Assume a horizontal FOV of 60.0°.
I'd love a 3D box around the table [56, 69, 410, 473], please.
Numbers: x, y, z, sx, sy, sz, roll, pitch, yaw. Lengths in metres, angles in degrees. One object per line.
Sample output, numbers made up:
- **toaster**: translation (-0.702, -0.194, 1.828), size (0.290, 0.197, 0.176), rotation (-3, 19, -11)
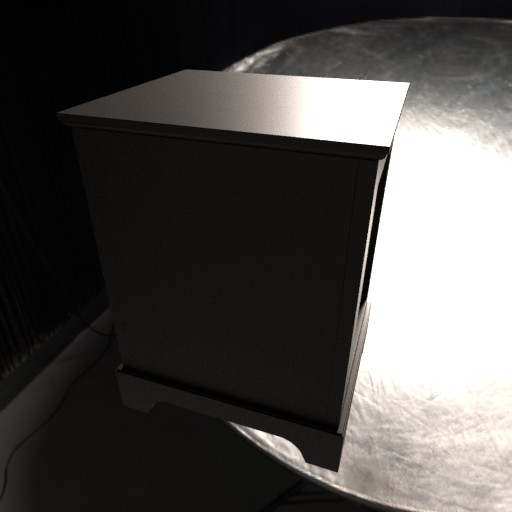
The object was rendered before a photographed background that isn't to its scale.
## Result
- **table**: translation (0.000, 0.000, 0.879), size (0.460, 0.610, 0.399), rotation (10, 33, 17)
